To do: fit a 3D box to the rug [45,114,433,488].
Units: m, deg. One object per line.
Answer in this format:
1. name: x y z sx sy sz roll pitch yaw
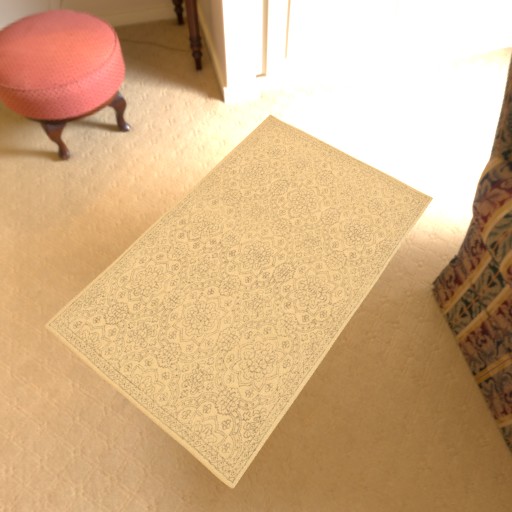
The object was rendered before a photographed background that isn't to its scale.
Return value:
1. rug: 0.000 0.000 3.051 1.518 0.023 2.434 33 64 18
